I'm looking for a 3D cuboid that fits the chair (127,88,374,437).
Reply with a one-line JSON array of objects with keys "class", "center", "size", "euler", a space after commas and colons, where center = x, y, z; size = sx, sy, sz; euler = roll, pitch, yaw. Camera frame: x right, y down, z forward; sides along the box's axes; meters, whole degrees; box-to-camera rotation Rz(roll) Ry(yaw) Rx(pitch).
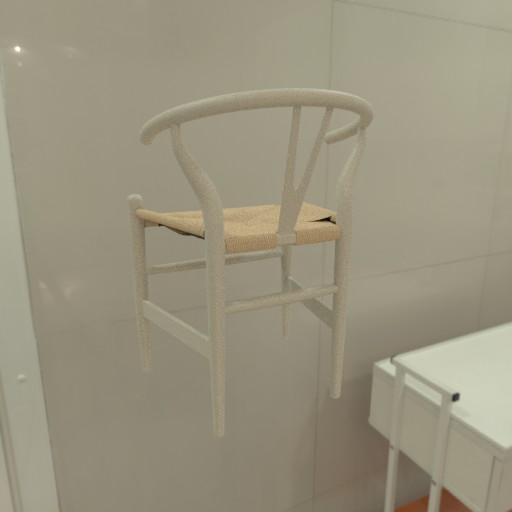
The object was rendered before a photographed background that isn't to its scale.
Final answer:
[{"class": "chair", "center": [0.000, 0.000, 1.100], "size": [0.533, 0.736, 0.500], "euler": [-8, 16, -27]}]
